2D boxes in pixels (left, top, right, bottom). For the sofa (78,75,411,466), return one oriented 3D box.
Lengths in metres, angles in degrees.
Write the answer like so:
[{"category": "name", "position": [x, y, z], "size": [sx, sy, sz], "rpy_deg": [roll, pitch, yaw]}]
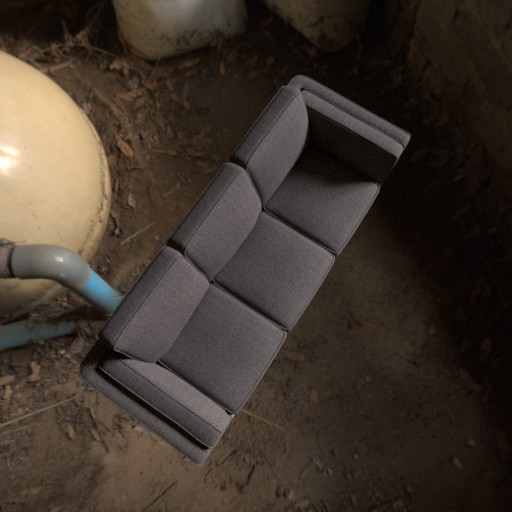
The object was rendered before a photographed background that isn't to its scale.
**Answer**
[{"category": "sofa", "position": [0.000, 0.000, 2.869], "size": [0.903, 0.899, 2.362], "rpy_deg": [33, 78, 8]}]
